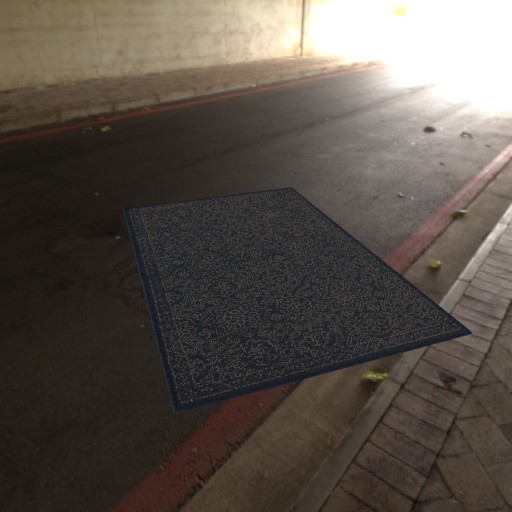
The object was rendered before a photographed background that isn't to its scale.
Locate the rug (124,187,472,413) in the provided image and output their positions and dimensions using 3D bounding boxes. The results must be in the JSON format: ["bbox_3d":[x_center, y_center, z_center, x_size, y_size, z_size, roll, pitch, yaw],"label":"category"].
[{"bbox_3d":[0.000,0.000,2.374,1.219,0.010,1.829,-10,30,-17],"label":"rug"}]
